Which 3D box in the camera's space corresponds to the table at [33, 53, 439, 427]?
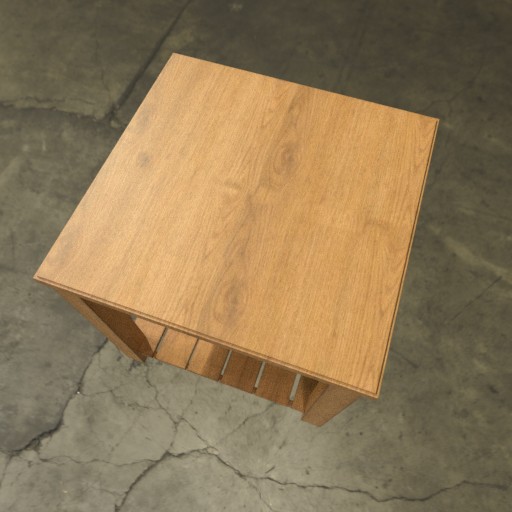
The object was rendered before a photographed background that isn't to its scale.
[{"bbox_3d":[0.000,0.000,1.122,0.616,0.593,0.612,17,65,8],"label":"table"}]
